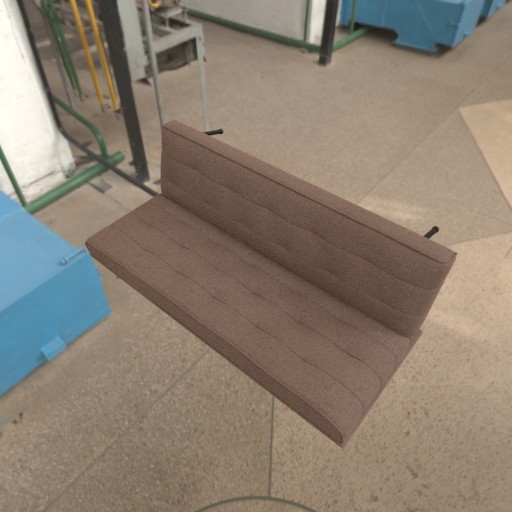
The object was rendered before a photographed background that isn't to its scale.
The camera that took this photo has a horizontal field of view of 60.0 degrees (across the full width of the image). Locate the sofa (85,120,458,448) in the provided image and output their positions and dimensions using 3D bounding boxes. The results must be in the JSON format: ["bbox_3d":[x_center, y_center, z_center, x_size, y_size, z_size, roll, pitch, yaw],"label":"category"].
[{"bbox_3d":[0.000,0.000,2.443,1.820,0.810,1.038,31,53,27],"label":"sofa"}]
